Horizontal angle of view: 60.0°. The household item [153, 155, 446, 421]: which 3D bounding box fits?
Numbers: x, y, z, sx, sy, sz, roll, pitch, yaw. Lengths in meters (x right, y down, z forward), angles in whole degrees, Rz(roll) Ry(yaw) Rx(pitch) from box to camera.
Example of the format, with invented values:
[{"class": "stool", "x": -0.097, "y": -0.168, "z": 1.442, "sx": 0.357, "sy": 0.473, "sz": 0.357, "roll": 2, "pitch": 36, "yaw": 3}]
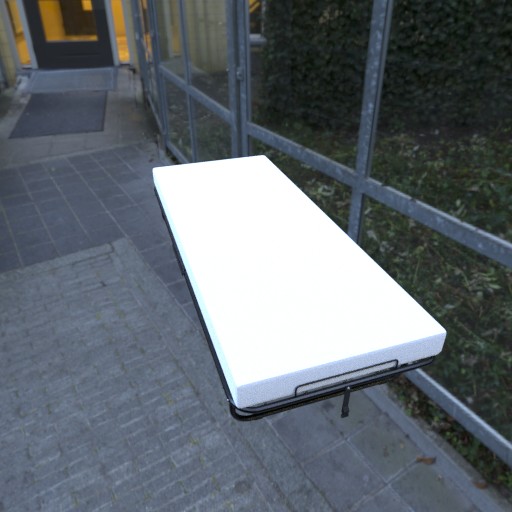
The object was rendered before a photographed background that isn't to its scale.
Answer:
[{"class": "household item", "x": 0.000, "y": 0.000, "z": 2.227, "sx": 0.787, "sy": 0.356, "sz": 1.905, "roll": -10, "pitch": 34, "yaw": -16}]
